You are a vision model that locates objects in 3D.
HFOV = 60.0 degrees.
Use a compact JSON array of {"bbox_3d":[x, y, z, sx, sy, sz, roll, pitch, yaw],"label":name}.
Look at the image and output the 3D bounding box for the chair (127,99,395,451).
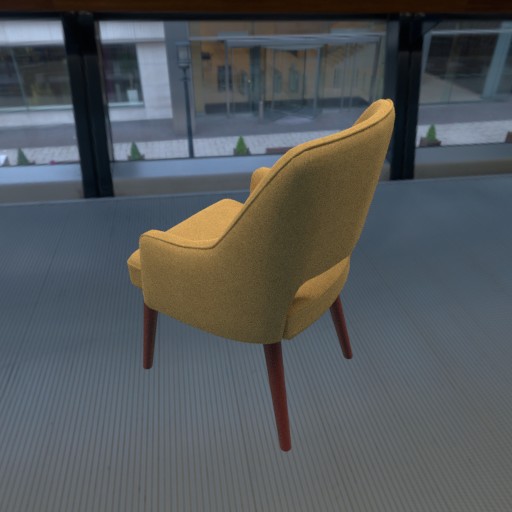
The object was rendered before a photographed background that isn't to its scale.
[{"bbox_3d":[0.000,0.000,1.228,0.605,0.849,0.548,20,38,28],"label":"chair"}]
